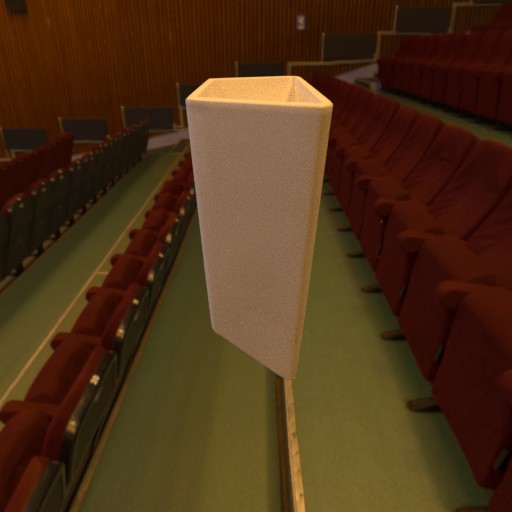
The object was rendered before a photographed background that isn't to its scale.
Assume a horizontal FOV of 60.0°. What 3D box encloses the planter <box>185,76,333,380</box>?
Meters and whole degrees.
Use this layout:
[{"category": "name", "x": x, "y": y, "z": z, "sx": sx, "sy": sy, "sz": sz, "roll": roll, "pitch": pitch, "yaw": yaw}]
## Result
[{"category": "planter", "x": 0.000, "y": 0.000, "z": 0.275, "sx": 0.060, "sy": 0.197, "sz": 0.150, "roll": 0, "pitch": 26, "yaw": 0}]
